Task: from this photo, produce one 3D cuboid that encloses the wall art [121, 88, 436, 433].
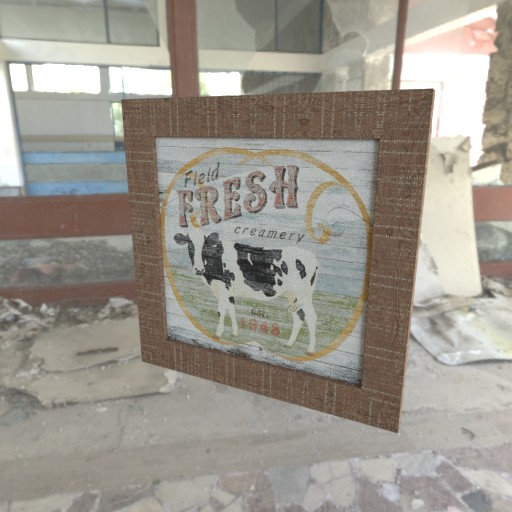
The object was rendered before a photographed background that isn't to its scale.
[{"bbox_3d":[0.000,0.000,0.777,0.531,0.531,0.029,8,18,25],"label":"wall art"}]
